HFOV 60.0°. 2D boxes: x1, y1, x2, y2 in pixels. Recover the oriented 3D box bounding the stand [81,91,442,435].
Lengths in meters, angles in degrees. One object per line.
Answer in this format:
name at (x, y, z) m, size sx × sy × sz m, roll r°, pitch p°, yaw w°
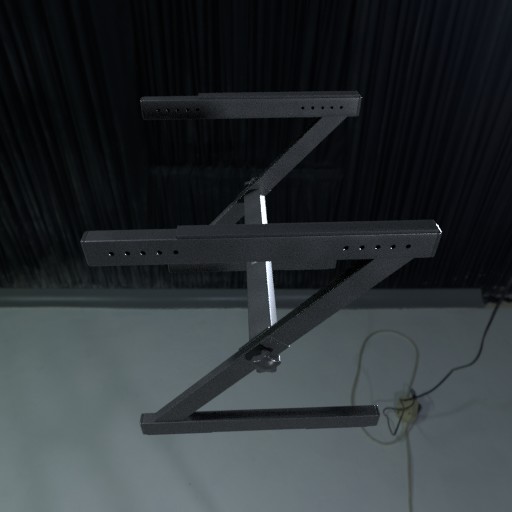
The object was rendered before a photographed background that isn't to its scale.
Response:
stand at (0.000, 0.000, 1.143) m, size 0.586 × 0.617 × 0.700 m, roll -1°, pitch 40°, yaw -2°
